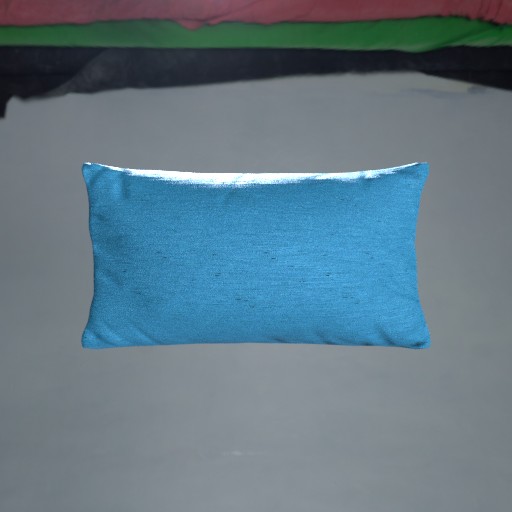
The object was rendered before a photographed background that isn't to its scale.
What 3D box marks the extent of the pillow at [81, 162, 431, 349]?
[{"bbox_3d":[0.000,0.000,0.797,0.633,0.338,0.210,0,0,0],"label":"pillow"}]
